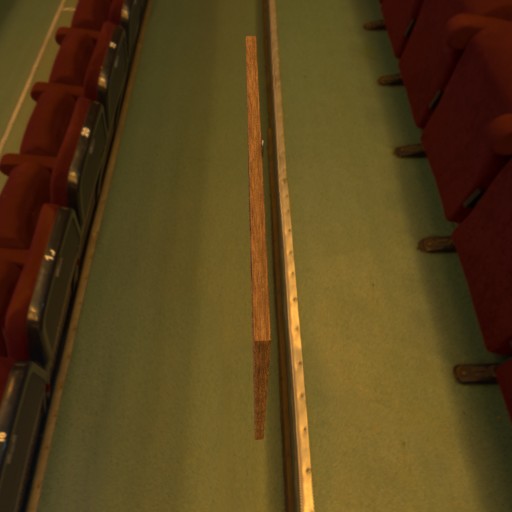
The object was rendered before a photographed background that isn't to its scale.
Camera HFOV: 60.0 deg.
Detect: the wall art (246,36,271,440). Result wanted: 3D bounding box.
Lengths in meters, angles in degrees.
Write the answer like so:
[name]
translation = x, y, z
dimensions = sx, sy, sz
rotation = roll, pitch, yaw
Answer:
[wall art]
translation = 0.000, 0.000, 0.851
dimensions = 0.021, 0.576, 0.561
rotation = -1, 58, -1
